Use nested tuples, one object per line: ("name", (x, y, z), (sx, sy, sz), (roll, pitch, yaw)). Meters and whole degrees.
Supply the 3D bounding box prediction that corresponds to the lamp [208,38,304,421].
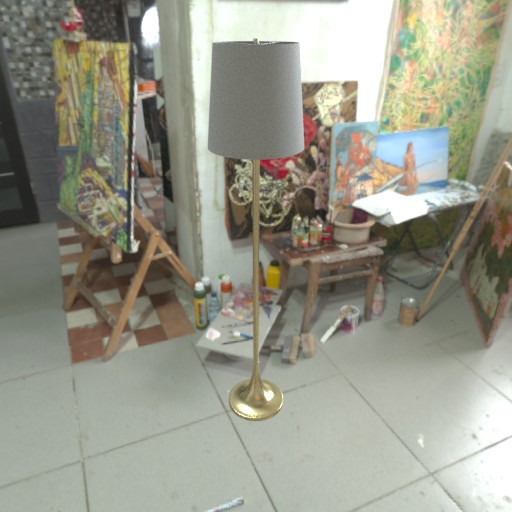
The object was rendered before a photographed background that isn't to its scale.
("lamp", (0.000, 0.000, 1.751), (0.337, 1.543, 0.337), (0, 28, 0))
